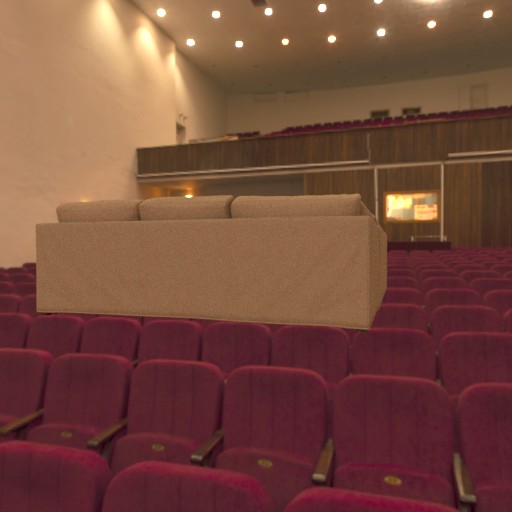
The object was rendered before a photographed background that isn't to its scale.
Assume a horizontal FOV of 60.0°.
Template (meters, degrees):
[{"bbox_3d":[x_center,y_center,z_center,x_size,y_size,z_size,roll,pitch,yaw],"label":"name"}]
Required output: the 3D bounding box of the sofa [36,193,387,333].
[{"bbox_3d":[0.000,0.000,4.418,2.432,0.871,3.182,0,1,18],"label":"sofa"}]
